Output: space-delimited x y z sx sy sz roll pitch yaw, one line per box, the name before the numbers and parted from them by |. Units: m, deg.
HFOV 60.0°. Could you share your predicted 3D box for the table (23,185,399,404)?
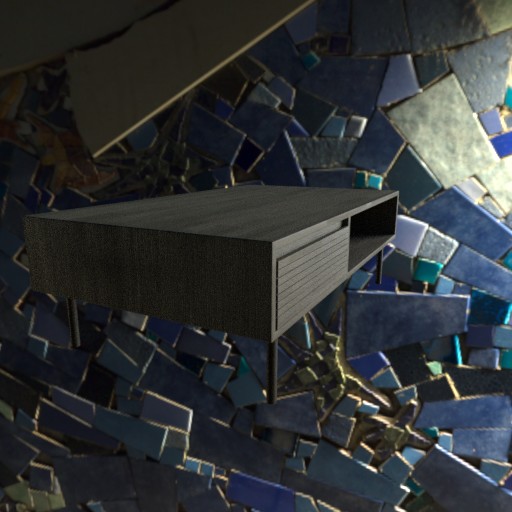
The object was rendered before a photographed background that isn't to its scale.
table | 0.000 0.000 1.381 0.643 0.347 1.088 7 15 27
